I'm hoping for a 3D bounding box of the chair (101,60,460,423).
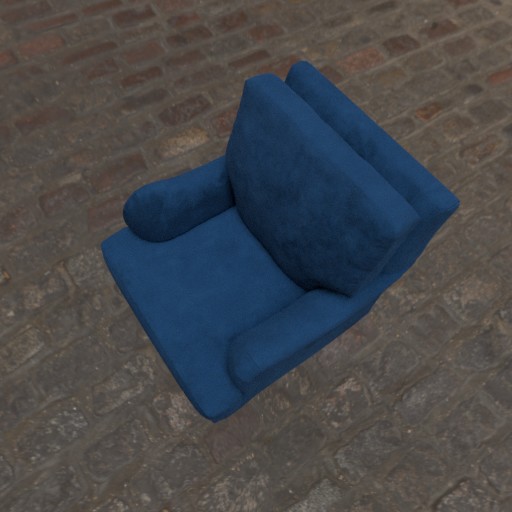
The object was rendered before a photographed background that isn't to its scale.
[{"bbox_3d":[0.000,0.000,1.853,1.078,1.076,0.895,-32,68,-15],"label":"chair"}]
